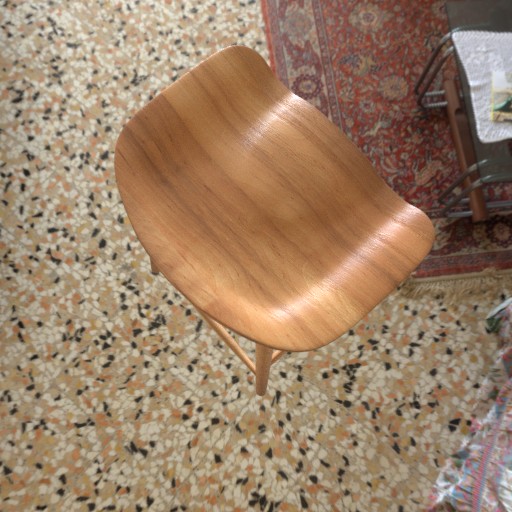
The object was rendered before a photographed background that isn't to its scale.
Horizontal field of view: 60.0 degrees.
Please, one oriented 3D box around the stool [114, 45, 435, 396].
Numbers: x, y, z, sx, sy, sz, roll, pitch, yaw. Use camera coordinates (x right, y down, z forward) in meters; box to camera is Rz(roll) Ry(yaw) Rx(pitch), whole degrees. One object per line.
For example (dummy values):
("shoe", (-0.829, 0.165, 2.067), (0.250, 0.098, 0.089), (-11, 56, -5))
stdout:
("stool", (0.000, 0.000, 0.861), (0.361, 0.615, 0.440), (-41, 79, -9))
